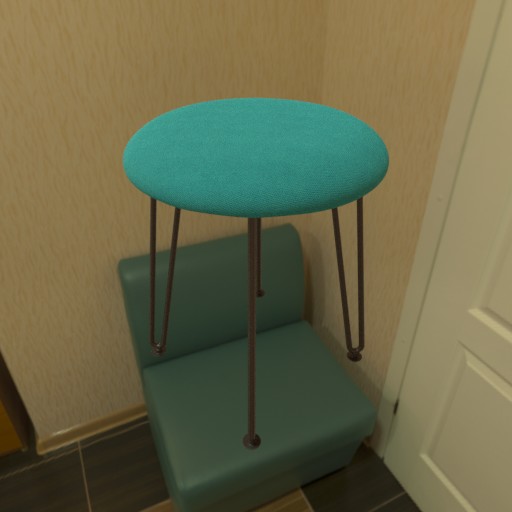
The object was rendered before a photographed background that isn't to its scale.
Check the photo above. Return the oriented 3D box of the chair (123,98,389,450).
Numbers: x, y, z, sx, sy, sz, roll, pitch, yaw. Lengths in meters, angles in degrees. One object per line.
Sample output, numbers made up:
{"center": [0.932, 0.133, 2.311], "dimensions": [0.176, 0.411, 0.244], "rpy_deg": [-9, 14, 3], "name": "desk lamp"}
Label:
{"center": [0.000, 0.000, 0.695], "dimensions": [0.350, 0.430, 0.350], "rpy_deg": [21, 39, 29], "name": "chair"}
